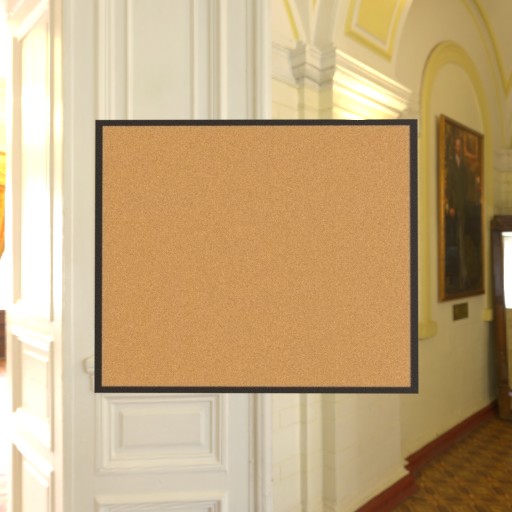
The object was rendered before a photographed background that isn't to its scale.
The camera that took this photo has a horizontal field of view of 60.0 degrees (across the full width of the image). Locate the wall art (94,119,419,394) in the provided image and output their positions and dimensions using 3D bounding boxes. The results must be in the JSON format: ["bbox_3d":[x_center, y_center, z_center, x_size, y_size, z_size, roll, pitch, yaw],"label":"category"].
[{"bbox_3d":[0.000,0.000,1.427,1.033,0.875,0.023,0,-1,0],"label":"wall art"}]
